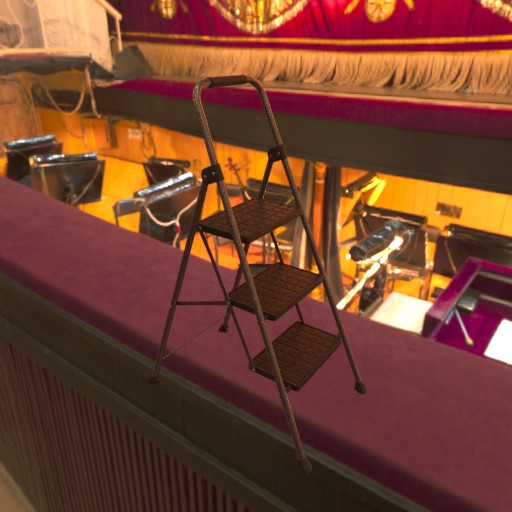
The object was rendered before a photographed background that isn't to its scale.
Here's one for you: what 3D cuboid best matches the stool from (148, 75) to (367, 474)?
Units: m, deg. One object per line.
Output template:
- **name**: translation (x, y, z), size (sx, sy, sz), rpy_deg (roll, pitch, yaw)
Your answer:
- **stool**: translation (0.000, 0.000, 1.496), size (0.733, 1.121, 0.473), rpy_deg (17, 30, 32)
